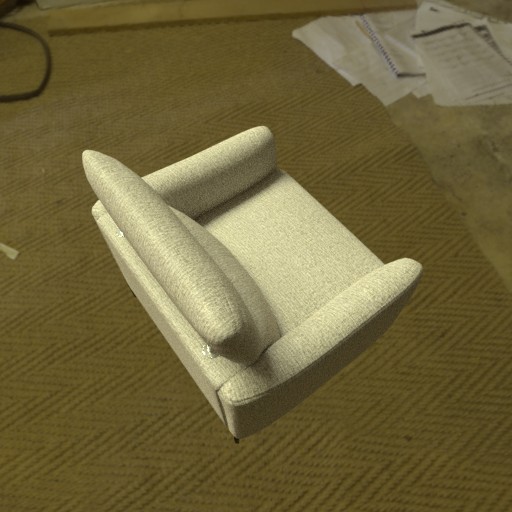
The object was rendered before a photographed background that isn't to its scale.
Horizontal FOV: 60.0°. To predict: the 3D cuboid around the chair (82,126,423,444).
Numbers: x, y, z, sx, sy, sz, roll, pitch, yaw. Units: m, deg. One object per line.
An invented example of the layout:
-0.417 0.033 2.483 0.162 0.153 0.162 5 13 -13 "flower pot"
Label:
0.000 0.000 1.656 0.835 0.967 0.972 -33 63 -19 "chair"
